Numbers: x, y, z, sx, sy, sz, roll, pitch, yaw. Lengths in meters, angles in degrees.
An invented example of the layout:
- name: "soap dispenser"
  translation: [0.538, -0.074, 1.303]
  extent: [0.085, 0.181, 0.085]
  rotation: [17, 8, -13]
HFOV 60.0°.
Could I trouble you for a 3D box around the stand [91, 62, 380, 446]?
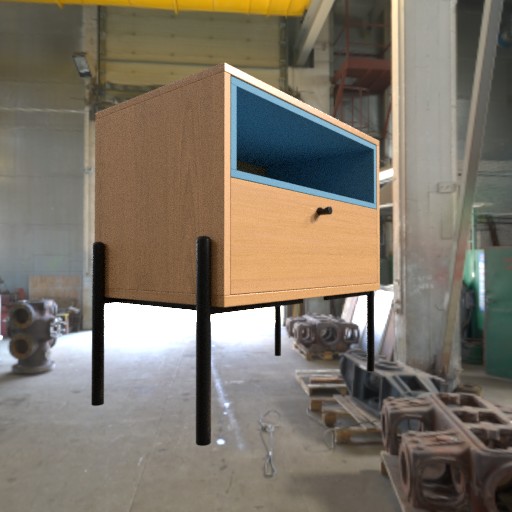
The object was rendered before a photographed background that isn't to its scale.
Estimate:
- name: "stand"
  translation: [0.000, 0.000, 1.027]
  extent: [0.400, 0.600, 0.630]
  rotation: [-1, -1, 39]
